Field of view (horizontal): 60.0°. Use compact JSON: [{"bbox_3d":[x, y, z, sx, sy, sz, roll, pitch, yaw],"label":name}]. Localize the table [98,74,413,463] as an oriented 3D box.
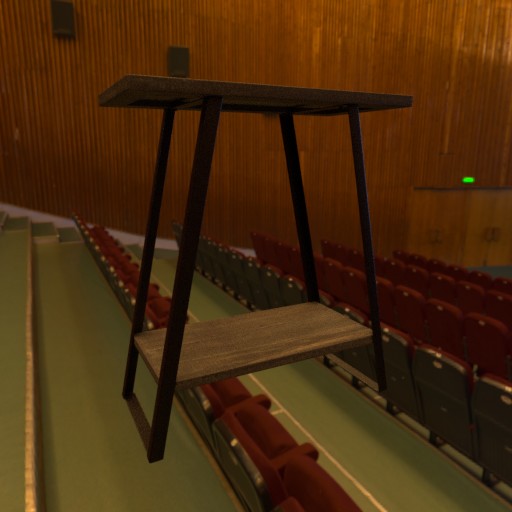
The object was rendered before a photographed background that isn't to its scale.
[{"bbox_3d":[0.000,0.000,1.022,0.599,0.701,0.300,-7,15,-26],"label":"table"}]
